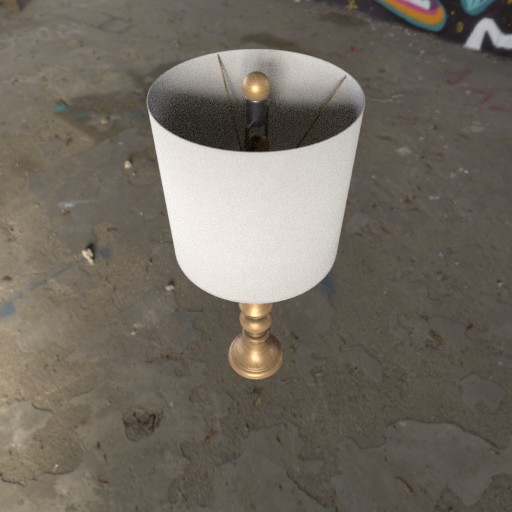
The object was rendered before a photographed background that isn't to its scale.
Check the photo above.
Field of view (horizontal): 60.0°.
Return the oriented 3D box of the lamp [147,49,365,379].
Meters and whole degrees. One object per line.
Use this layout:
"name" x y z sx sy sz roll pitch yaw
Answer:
"lamp" 0.000 0.000 0.714 0.250 0.597 0.250 -18 49 -17
